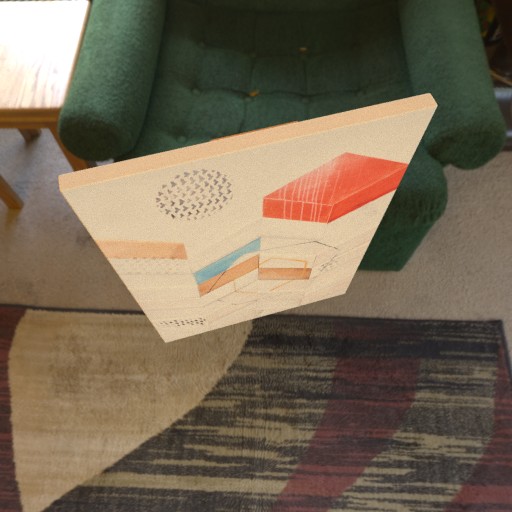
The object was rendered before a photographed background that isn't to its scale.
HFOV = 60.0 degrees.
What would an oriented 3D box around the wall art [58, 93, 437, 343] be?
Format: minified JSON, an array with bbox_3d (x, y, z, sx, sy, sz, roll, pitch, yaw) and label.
[{"bbox_3d":[0.000,0.000,1.078,0.613,0.848,0.036,-14,65,-7],"label":"wall art"}]
